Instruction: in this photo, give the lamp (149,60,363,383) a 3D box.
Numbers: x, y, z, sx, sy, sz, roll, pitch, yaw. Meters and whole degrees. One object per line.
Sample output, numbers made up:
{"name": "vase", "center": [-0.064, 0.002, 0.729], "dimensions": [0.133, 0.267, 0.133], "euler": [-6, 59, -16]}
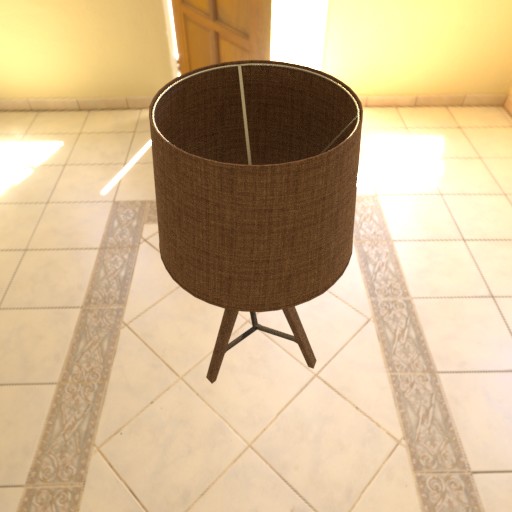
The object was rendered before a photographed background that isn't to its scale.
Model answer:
{"name": "lamp", "center": [0.000, 0.000, 0.704], "dimensions": [0.290, 0.514, 0.290], "euler": [0, 46, 0]}
